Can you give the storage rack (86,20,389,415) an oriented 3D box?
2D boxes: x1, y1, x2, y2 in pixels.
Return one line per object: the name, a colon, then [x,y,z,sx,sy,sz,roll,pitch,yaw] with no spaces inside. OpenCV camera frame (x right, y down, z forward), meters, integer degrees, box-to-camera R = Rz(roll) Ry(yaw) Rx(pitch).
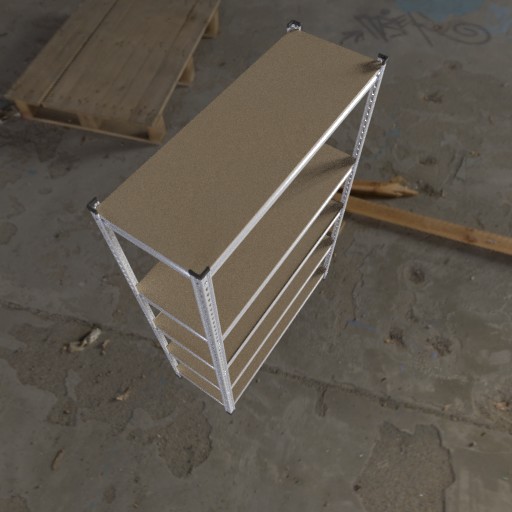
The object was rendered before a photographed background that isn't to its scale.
storage rack: [0.000,0.000,2.353,0.457,1.829,1.219,30,63,17]
